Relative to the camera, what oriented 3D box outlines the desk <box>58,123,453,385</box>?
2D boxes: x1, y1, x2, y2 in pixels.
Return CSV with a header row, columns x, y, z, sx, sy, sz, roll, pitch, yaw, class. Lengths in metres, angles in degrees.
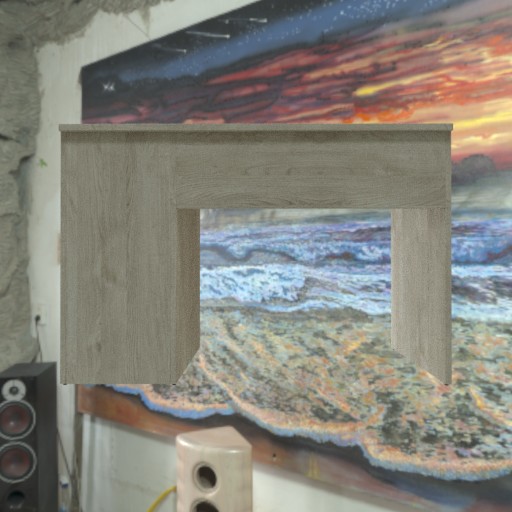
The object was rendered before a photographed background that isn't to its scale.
x,y,z,sx,sy,sz,roll,pitch,yaw,class
0.000,0.000,1.505,1.096,0.730,0.560,0,0,0,desk
